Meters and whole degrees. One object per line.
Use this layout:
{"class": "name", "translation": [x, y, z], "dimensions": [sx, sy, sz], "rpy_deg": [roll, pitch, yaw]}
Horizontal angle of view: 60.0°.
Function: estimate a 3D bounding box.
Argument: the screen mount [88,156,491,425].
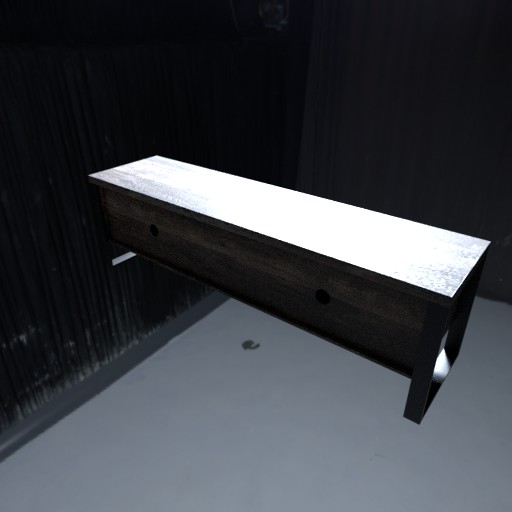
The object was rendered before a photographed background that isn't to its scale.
{"class": "screen mount", "translation": [0.000, 0.000, 1.741], "dimensions": [1.524, 0.450, 0.395], "rpy_deg": [20, 35, 33]}
